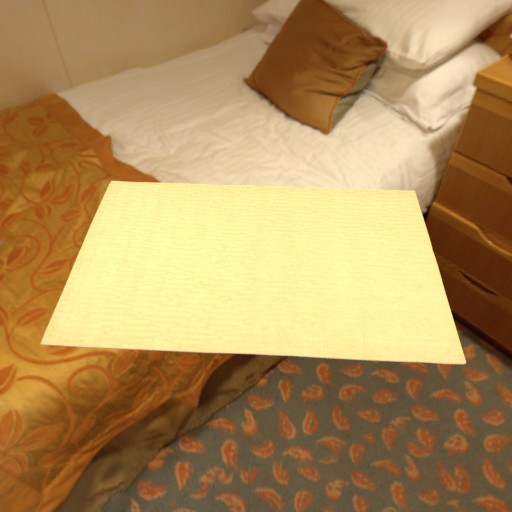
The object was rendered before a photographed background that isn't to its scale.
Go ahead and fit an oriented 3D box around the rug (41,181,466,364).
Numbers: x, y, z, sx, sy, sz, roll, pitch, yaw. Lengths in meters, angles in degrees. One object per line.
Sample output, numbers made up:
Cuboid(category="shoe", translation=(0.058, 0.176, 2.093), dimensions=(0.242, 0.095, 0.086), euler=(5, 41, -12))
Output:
Cuboid(category="rug", translation=(0.000, 0.000, 3.030), dimensions=(2.441, 0.014, 1.531), euler=(2, 47, 2))
